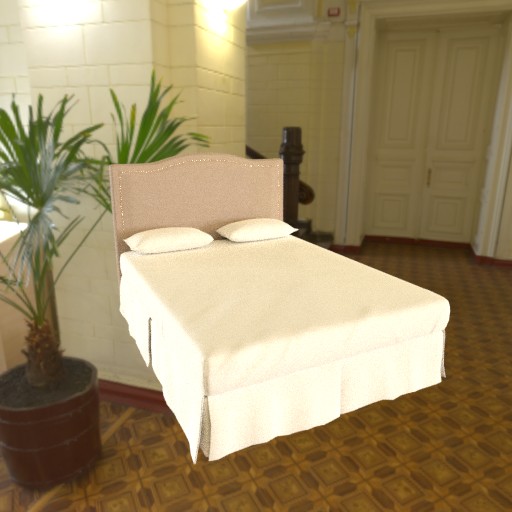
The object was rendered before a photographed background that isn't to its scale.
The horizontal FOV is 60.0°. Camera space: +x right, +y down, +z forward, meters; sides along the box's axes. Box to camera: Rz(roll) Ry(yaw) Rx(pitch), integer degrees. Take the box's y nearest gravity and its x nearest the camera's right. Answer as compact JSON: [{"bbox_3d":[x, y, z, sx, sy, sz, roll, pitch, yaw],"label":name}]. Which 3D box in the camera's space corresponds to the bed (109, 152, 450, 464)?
[{"bbox_3d":[0.000,0.000,3.397,1.821,1.436,2.282,-8,18,-26],"label":"bed"}]
